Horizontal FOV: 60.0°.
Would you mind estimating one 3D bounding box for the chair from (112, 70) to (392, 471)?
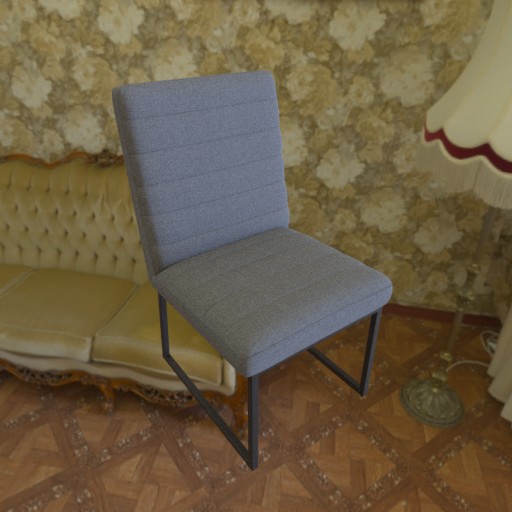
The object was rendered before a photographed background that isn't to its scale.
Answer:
[{"bbox_3d":[0.000,0.000,1.307,0.520,0.930,0.634,-20,36,-31],"label":"chair"}]
